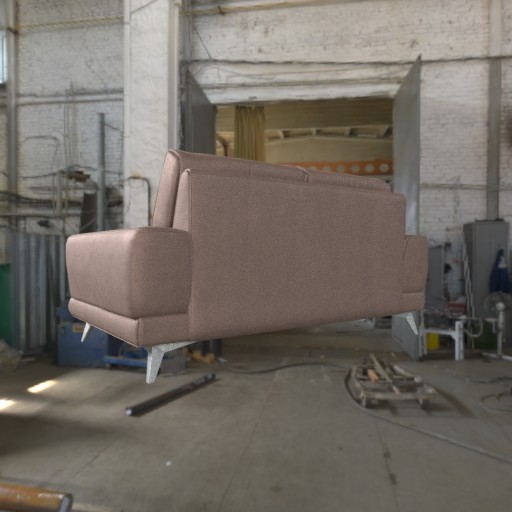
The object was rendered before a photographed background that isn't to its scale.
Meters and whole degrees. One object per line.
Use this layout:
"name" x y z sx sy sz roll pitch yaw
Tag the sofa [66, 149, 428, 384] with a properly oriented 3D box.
"sofa" 0.000 0.000 2.459 1.806 0.907 1.018 0 1 -36
